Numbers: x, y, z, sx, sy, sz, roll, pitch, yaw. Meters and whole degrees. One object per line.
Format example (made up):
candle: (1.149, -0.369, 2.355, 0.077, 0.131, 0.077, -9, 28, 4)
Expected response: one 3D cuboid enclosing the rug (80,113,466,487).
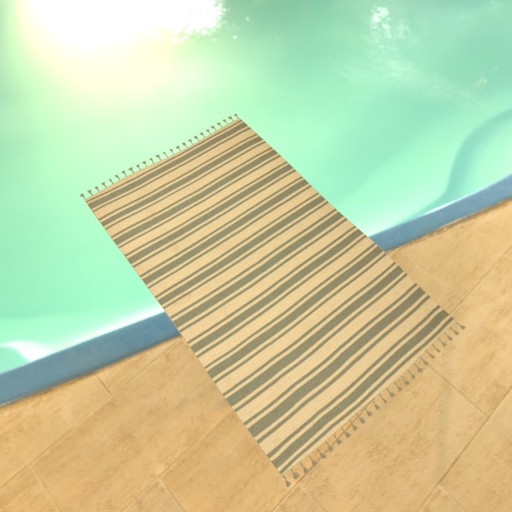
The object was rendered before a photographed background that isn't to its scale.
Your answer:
rug: (0.000, 0.000, 2.555, 1.222, 0.009, 2.084, -33, 64, -18)
